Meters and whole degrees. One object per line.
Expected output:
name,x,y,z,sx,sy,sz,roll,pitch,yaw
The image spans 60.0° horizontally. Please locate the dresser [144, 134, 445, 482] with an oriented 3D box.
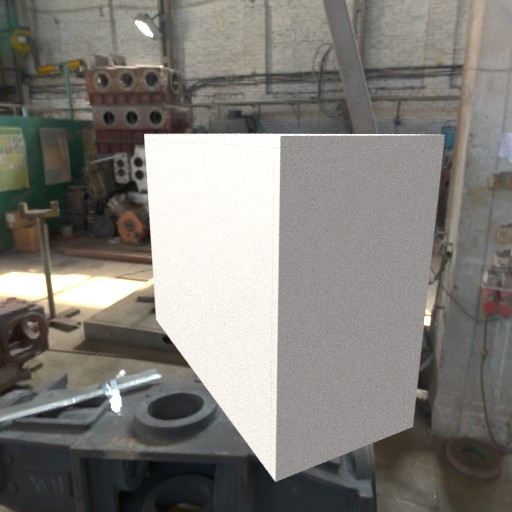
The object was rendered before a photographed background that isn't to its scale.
dresser,0.000,0.000,1.549,0.460,0.820,1.100,-8,17,-26
